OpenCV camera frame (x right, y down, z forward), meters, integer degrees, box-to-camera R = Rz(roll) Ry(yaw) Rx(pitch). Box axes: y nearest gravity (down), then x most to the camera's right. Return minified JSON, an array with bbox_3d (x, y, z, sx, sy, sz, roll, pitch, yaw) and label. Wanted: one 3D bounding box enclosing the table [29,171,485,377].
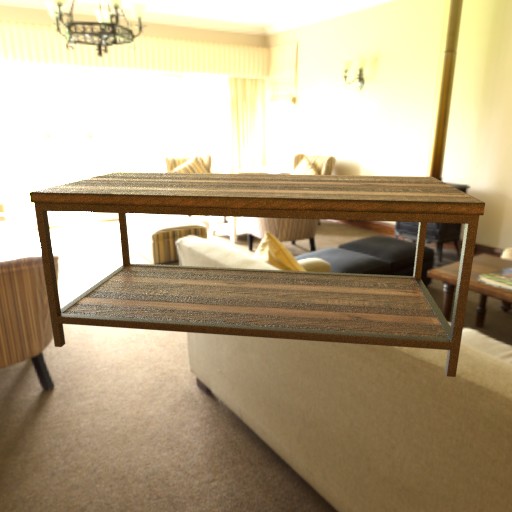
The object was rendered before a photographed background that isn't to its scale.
[{"bbox_3d":[0.000,0.000,1.223,0.990,0.399,0.452,2,17,8],"label":"table"}]
